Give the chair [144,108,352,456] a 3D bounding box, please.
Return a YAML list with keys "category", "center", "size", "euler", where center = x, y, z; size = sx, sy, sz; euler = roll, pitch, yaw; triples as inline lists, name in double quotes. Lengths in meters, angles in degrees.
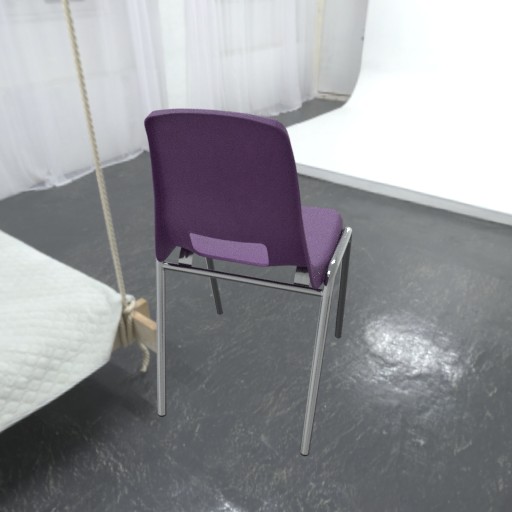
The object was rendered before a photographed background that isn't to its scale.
- category: "chair"
  center: [0.000, 0.000, 0.962]
  size: [0.381, 0.704, 0.432]
  euler: [9, 32, 15]
